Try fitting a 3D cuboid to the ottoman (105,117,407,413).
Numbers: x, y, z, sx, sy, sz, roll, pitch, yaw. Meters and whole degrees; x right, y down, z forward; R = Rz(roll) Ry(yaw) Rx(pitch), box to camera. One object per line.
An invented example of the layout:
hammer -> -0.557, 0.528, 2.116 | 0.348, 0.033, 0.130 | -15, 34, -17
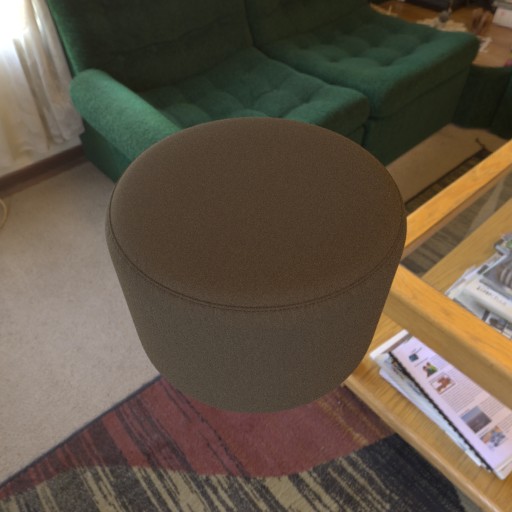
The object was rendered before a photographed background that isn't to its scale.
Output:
ottoman -> 0.000, 0.000, 1.025 | 0.608, 0.433, 0.608 | 0, 47, 0
